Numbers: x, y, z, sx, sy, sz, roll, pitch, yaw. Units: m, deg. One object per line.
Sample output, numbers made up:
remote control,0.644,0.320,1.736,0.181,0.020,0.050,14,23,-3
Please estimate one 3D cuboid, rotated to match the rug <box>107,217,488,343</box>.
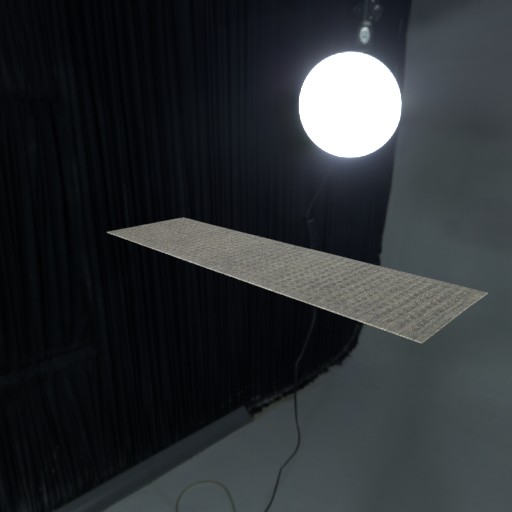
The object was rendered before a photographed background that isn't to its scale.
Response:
rug,0.000,0.000,2.716,2.443,0.009,0.706,16,23,42
